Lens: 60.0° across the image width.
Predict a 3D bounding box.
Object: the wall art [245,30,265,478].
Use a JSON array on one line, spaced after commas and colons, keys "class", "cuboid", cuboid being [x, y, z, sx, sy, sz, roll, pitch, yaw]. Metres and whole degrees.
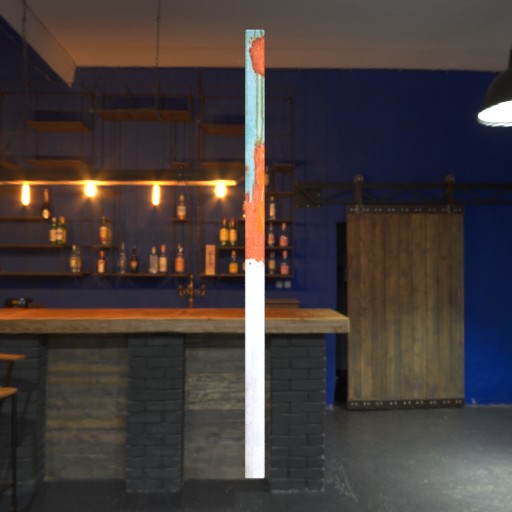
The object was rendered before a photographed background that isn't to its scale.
[{"class": "wall art", "cuboid": [0.000, 0.000, 1.510, 0.044, 1.017, 1.017, 0, -1, 0]}]
